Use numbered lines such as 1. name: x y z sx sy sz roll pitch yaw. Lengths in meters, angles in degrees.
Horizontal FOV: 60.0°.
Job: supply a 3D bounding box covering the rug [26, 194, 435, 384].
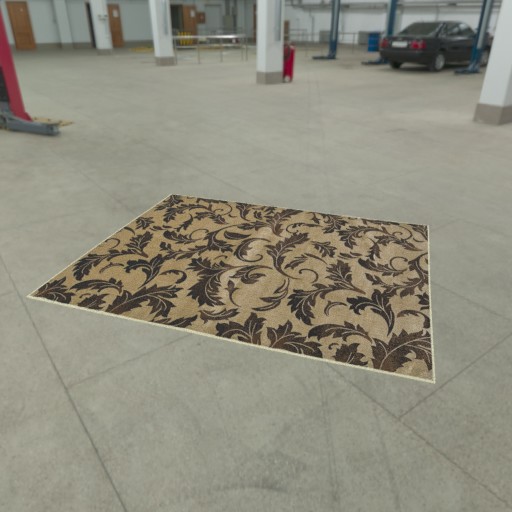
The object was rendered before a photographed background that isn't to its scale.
1. rug: 0.000 0.000 3.987 2.977 0.008 2.380 9 30 16
